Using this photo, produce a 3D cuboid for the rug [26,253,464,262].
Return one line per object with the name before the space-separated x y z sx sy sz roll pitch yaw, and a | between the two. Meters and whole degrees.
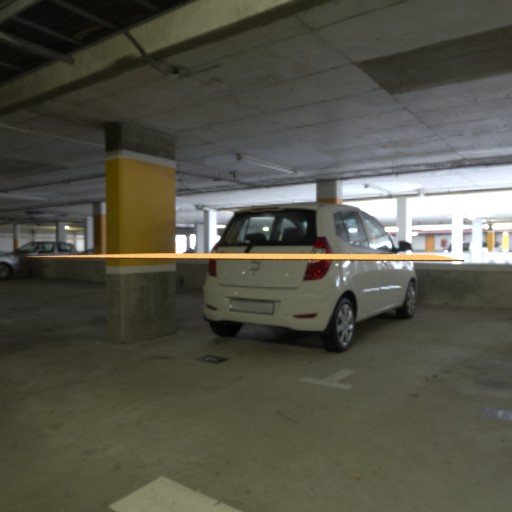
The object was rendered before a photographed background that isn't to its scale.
rug | 0.000 0.000 2.213 1.747 0.006 1.143 0 1 18
